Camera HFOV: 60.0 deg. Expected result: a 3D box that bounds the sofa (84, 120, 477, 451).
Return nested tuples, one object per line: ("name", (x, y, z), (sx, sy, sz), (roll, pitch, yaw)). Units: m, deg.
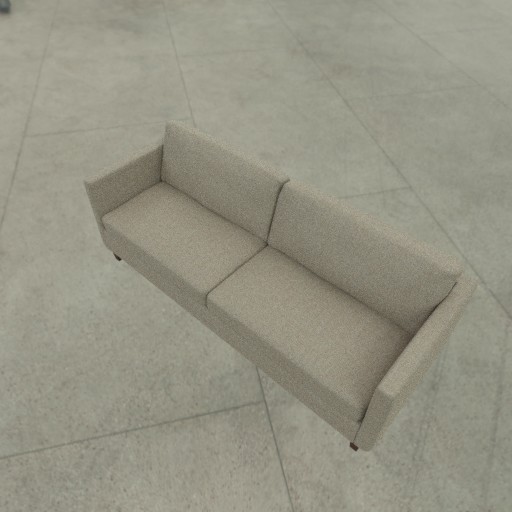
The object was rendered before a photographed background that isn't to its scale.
("sofa", (0.000, 0.000, 2.909), (2.434, 0.965, 0.951), (33, 54, 28))
